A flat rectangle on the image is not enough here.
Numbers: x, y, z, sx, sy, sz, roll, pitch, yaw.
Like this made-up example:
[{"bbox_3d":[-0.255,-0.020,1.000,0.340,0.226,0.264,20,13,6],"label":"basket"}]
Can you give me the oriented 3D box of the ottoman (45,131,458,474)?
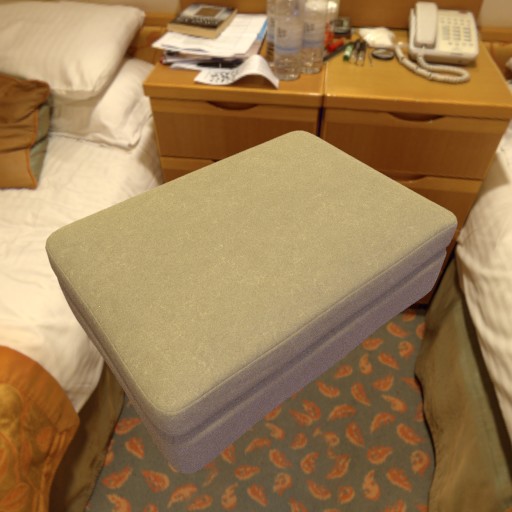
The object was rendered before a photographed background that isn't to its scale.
[{"bbox_3d":[0.000,0.000,1.579,1.199,0.429,0.840,-29,51,-27],"label":"ottoman"}]
